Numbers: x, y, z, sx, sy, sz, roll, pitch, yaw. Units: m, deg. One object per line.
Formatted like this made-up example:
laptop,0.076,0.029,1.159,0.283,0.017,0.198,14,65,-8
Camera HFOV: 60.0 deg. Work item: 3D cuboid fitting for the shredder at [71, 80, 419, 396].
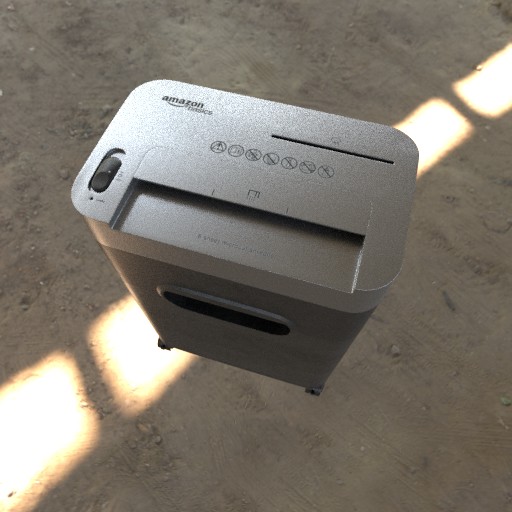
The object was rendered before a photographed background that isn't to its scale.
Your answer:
shredder,0.000,0.000,0.618,0.311,0.419,0.237,15,62,8
